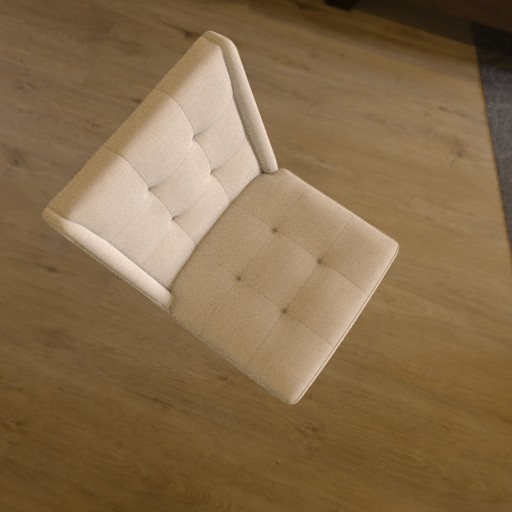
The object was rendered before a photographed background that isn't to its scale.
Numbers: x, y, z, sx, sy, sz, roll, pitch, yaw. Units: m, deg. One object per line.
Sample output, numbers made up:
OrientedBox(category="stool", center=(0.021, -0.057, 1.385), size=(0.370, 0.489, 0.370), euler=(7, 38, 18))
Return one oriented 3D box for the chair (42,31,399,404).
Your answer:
OrientedBox(category="chair", center=(0.000, 0.000, 1.280), size=(0.676, 0.853, 0.569), euler=(35, 78, 9))
